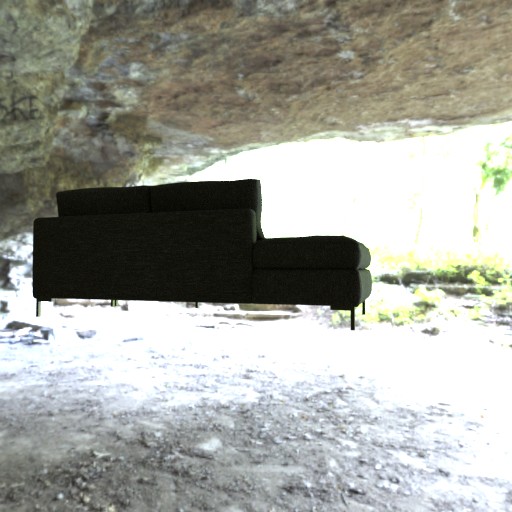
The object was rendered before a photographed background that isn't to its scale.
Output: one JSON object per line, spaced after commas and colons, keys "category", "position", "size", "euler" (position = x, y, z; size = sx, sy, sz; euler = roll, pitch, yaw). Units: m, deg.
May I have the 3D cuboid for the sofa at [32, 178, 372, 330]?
{"category": "sofa", "position": [0.000, 0.000, 3.818], "size": [2.007, 0.815, 2.949], "euler": [0, -2, 18]}
